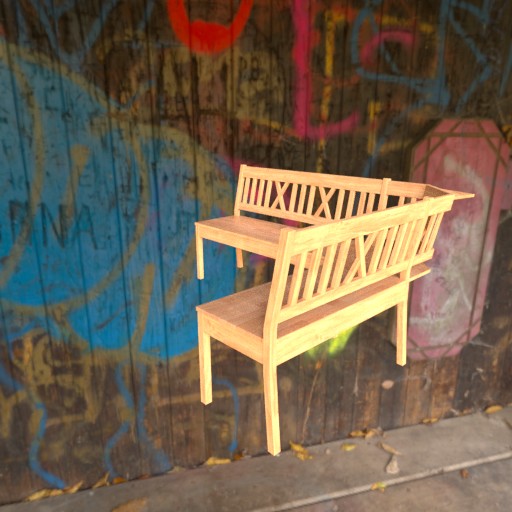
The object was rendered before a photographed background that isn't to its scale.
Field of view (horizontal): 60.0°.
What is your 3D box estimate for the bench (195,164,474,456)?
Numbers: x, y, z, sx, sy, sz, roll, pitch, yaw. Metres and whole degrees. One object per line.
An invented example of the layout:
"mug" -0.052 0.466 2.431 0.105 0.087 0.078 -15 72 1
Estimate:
"bench" 0.000 0.000 2.731 1.537 0.902 1.937 -15 22 -41
